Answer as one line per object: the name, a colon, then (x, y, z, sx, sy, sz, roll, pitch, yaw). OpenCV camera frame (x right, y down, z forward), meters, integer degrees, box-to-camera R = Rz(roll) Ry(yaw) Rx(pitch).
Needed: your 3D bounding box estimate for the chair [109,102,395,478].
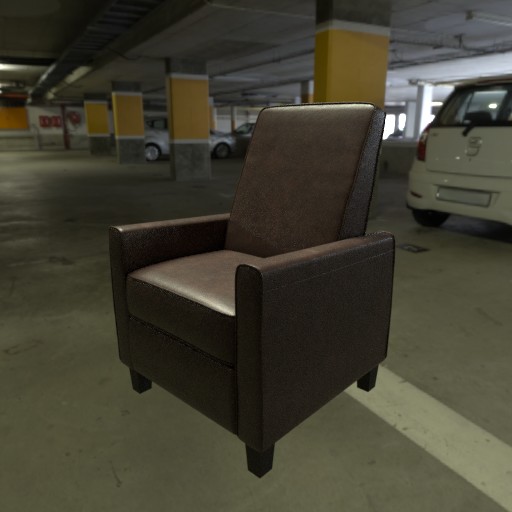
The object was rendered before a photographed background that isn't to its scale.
chair: (0.000, 0.000, 1.516, 0.705, 1.013, 0.746, 15, 21, 41)
